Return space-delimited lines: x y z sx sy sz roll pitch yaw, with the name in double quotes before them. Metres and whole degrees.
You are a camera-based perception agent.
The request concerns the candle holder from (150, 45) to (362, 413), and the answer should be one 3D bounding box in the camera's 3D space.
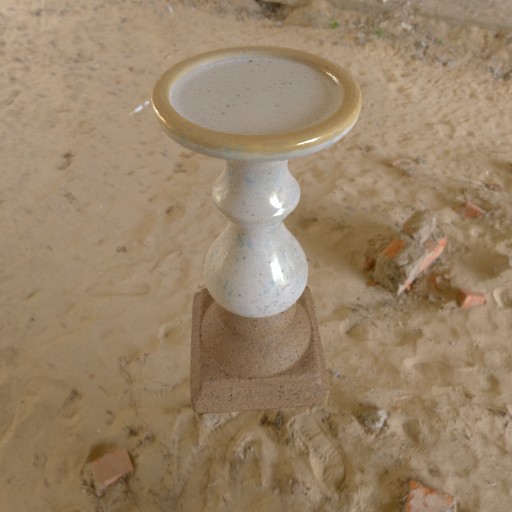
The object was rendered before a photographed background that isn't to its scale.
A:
"candle holder" 0.000 0.000 0.300 0.110 0.239 0.110 -3 47 -3
